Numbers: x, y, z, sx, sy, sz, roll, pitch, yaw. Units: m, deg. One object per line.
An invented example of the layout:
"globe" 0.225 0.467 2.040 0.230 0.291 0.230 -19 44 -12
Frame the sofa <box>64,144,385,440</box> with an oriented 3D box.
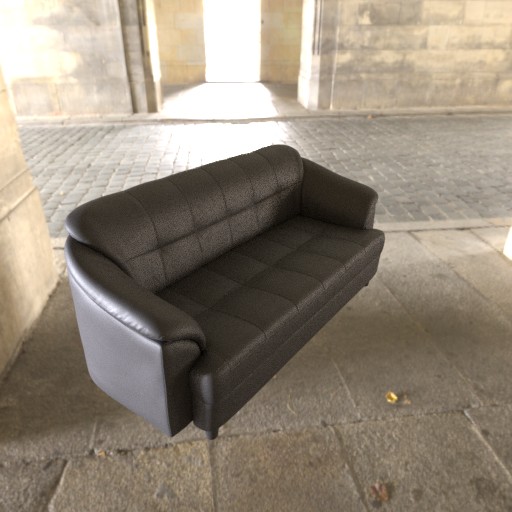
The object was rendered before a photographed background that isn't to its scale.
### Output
"sofa" 0.000 0.000 2.267 0.800 0.811 1.829 18 31 32
